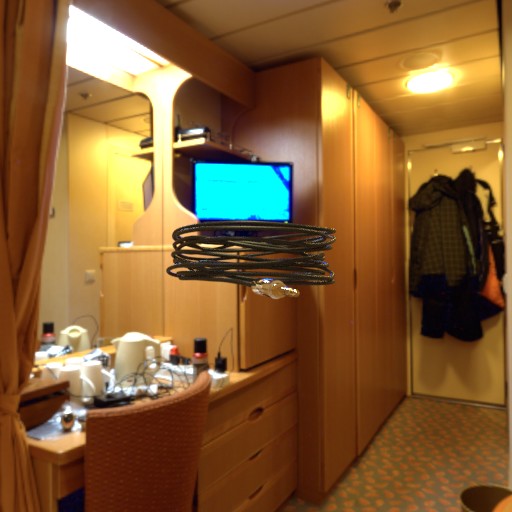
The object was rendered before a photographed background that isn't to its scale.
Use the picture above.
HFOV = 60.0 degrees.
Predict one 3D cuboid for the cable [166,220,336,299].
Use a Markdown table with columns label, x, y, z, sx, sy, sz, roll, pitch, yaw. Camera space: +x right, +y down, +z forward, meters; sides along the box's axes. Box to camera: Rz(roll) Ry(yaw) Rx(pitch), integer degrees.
| label | x | y | z | sx | sy | sz | roll | pitch | yaw |
| --- | --- | --- | --- | --- | --- | --- | --- | --- | --- |
| cable | 0.000 | 0.000 | 0.502 | 0.198 | 0.069 | 0.432 | 0 | -1 | -17 |
